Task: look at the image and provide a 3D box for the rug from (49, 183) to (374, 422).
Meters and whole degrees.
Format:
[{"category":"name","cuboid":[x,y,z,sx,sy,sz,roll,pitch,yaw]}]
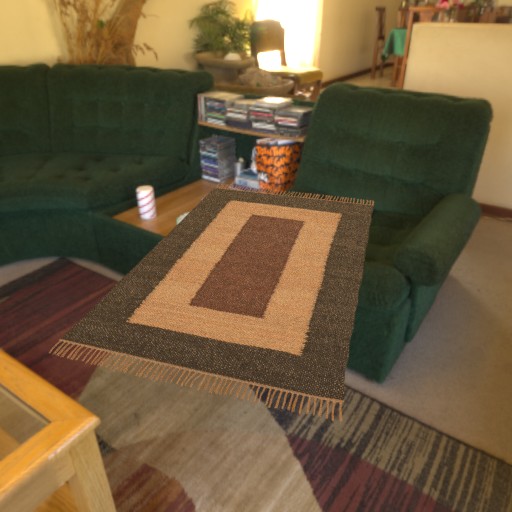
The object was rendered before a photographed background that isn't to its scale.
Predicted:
[{"category":"rug","cuboid":[0.000,0.000,1.903,0.920,0.013,1.541,8,31,14]}]
